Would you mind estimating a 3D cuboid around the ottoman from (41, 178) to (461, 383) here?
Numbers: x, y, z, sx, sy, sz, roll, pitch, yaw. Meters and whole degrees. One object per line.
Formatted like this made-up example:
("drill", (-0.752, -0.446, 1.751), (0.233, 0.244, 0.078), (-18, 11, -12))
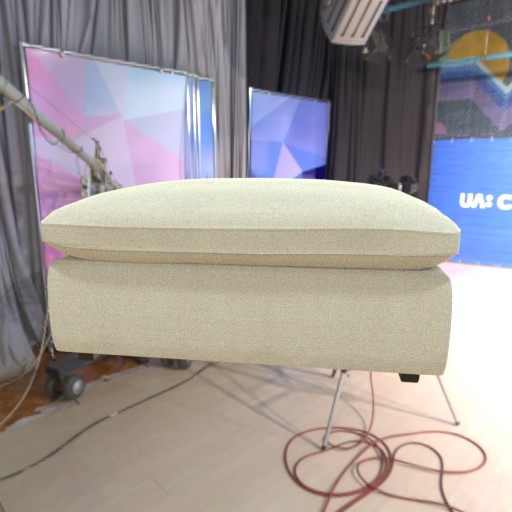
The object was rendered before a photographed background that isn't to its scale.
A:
("ottoman", (0.000, 0.000, 1.326), (0.984, 0.453, 0.686), (2, 13, 8))
